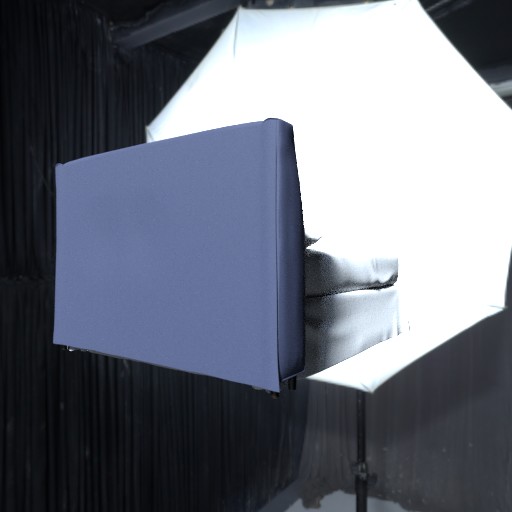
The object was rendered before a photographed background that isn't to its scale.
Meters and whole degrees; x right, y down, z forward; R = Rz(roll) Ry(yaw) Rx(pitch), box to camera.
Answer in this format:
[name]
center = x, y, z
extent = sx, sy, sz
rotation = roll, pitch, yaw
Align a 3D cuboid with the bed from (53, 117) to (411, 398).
[bed]
center = 0.000, 0.000, 3.493
extent = 1.925, 1.332, 2.276
rotation = 0, 0, 36
